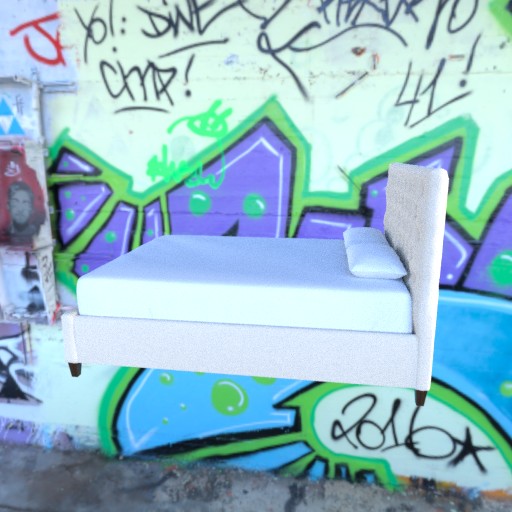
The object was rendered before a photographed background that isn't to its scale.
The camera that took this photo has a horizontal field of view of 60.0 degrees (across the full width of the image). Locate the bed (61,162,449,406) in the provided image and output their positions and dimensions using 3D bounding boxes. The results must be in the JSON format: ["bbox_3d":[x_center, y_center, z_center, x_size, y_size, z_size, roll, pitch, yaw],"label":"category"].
[{"bbox_3d":[0.000,0.000,3.507,2.387,1.427,1.698,2,13,9],"label":"bed"}]
